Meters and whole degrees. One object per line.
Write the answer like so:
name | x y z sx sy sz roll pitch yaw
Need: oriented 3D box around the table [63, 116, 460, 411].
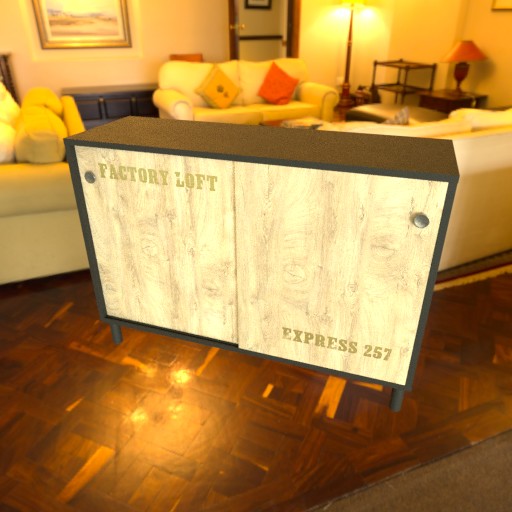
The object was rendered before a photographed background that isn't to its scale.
table | 0.000 0.000 1.633 1.200 0.855 0.400 9 30 16
